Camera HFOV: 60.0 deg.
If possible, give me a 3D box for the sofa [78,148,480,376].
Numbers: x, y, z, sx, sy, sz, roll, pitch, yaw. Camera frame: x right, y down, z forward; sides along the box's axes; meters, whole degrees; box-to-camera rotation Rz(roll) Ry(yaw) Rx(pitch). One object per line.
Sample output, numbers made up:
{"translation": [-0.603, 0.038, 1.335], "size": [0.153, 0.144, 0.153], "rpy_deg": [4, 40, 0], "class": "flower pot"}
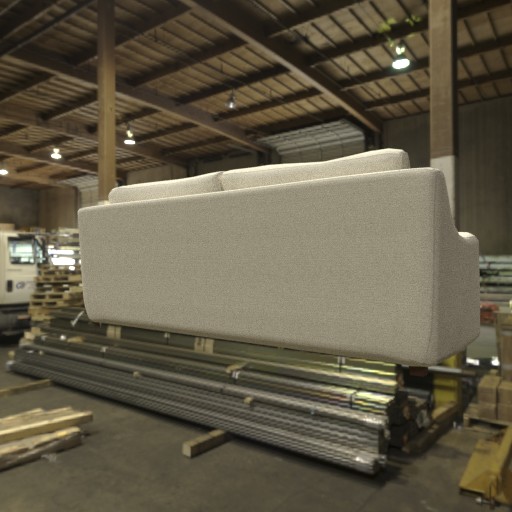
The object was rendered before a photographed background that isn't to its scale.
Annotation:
{"translation": [0.000, 0.000, 2.846], "size": [2.470, 1.022, 1.009], "rpy_deg": [0, -1, 36], "class": "sofa"}
